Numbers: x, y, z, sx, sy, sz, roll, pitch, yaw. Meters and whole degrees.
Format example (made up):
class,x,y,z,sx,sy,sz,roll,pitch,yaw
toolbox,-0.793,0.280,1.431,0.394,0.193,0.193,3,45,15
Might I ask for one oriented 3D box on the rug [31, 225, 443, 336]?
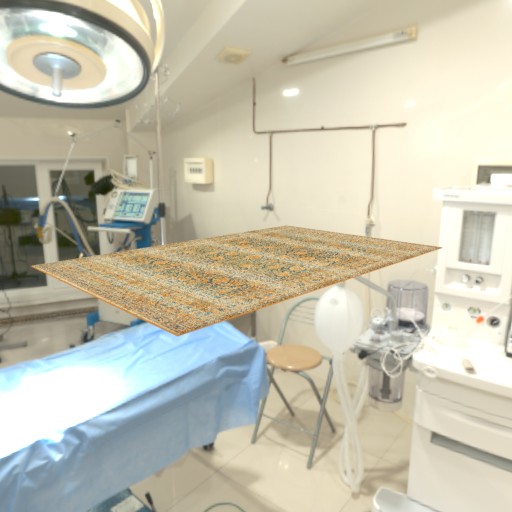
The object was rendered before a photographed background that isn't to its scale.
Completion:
class,x,y,z,sx,sy,sz,roll,pitch,yaw
rug,0.000,0.000,2.967,2.336,0.007,1.525,-12,17,-44
